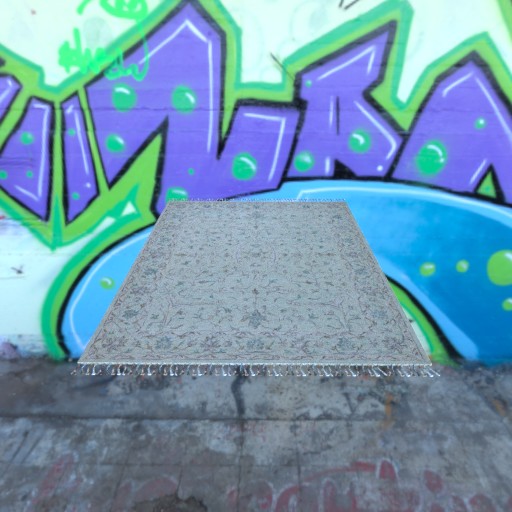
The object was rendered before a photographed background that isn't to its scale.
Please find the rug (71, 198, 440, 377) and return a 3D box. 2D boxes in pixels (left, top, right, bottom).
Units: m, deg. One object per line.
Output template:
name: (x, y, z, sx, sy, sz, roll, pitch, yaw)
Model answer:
rug: (0.000, 0.000, 2.277, 1.247, 0.008, 1.802, 0, 26, 0)
